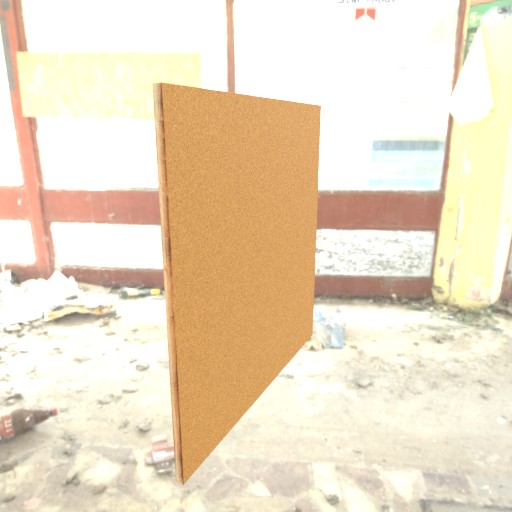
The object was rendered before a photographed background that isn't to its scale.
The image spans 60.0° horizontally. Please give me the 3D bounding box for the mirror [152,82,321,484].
[{"bbox_3d":[0.000,0.000,1.195,0.061,0.804,0.804,8,18,26],"label":"mirror"}]
